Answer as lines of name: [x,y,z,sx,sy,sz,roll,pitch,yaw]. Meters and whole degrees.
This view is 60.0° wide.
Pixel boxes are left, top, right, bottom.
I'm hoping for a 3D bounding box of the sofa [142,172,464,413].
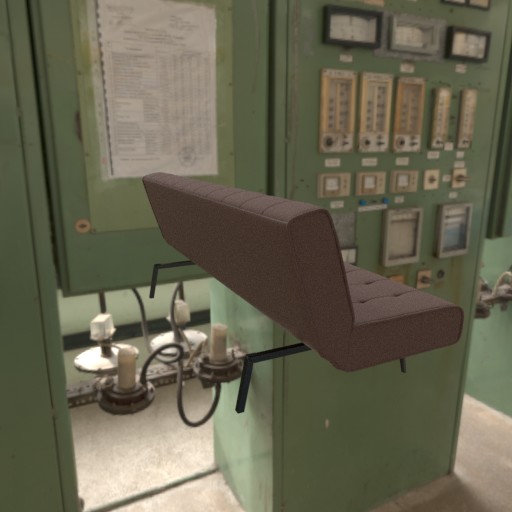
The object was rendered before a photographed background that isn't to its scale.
sofa: [0.000,0.000,2.073,0.747,0.699,1.703,-7,16,-25]
